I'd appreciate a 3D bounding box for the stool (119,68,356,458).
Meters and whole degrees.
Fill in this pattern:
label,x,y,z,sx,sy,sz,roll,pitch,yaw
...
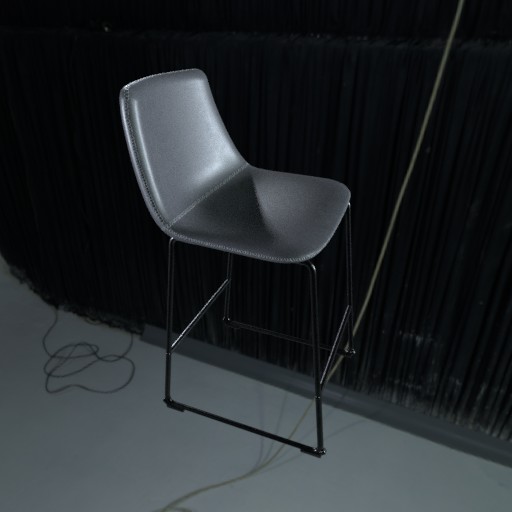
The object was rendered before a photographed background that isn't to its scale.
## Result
label,x,y,z,sx,sy,sz,roll,pitch,yaw
stool,0.000,0.000,1.180,0.546,0.876,0.470,11,32,19
